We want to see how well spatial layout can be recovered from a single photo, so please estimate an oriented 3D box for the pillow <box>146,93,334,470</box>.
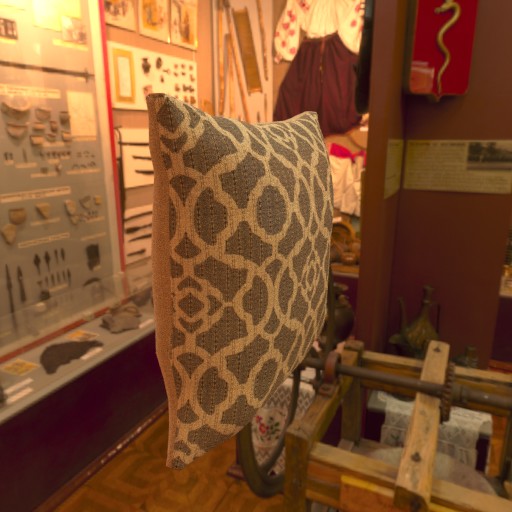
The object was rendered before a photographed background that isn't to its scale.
[{"bbox_3d":[0.000,0.000,0.766,0.215,0.498,0.508,8,17,26],"label":"pillow"}]
